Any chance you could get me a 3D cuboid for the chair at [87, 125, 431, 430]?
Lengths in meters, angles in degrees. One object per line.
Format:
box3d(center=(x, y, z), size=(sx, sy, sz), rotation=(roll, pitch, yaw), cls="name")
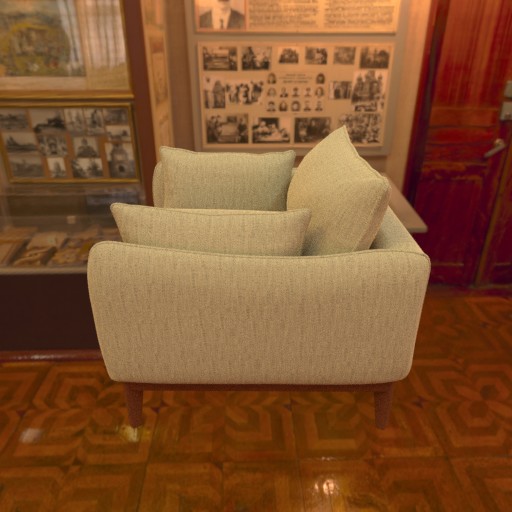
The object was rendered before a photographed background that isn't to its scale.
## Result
box3d(center=(0.000, 0.000, 1.718), size=(0.991, 0.855, 0.994), rotation=(0, 27, 0), cls="chair")
